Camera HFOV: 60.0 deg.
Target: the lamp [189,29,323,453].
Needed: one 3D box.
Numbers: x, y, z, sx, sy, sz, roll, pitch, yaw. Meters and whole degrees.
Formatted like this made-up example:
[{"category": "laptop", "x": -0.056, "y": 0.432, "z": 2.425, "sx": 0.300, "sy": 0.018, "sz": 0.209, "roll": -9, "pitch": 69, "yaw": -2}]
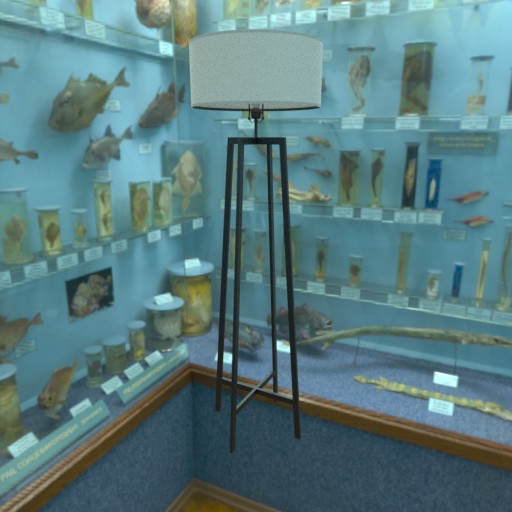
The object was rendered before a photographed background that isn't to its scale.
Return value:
[{"category": "lamp", "x": 0.000, "y": 0.000, "z": 1.725, "sx": 0.457, "sy": 1.510, "sz": 0.456, "roll": 8, "pitch": 17, "yaw": 27}]
